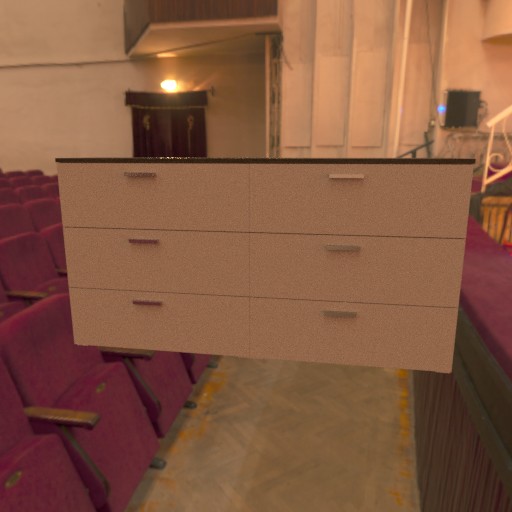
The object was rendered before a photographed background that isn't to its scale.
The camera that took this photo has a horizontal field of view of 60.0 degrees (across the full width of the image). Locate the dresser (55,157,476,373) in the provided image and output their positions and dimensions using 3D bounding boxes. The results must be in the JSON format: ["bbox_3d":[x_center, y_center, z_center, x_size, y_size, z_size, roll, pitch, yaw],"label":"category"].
[{"bbox_3d":[0.000,0.000,1.833,1.535,0.790,0.333,2,13,9],"label":"dresser"}]
